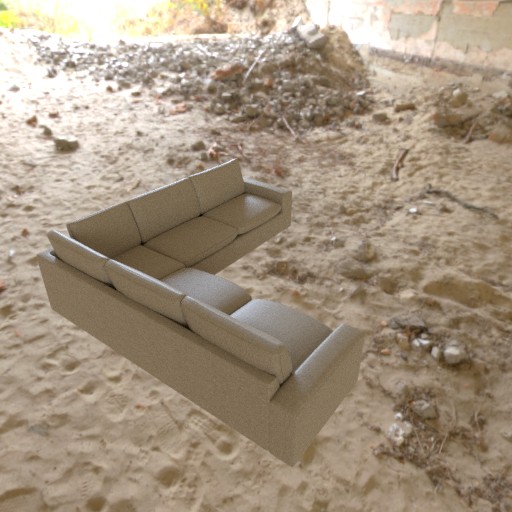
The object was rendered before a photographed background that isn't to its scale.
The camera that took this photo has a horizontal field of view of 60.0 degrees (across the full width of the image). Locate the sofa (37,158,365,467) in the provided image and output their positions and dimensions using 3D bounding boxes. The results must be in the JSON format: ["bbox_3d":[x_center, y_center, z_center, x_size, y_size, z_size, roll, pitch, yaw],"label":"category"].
[{"bbox_3d":[0.000,0.000,4.091,2.622,0.800,2.742,21,36,31],"label":"sofa"}]
